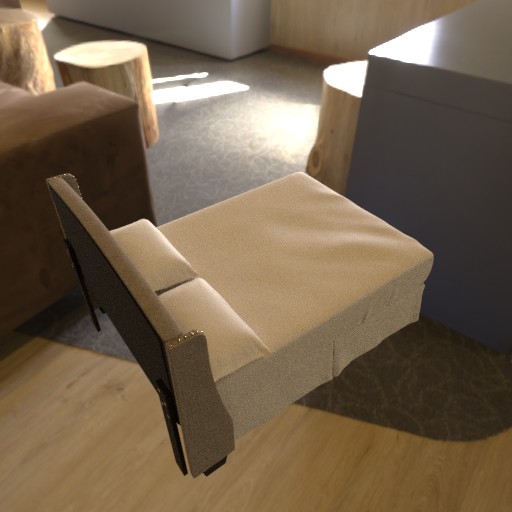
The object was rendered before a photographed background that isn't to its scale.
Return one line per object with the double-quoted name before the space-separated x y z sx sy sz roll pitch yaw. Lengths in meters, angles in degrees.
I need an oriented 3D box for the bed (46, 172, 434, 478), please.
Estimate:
"bed" 0.000 0.000 3.264 2.237 1.407 1.710 -26 47 -27
